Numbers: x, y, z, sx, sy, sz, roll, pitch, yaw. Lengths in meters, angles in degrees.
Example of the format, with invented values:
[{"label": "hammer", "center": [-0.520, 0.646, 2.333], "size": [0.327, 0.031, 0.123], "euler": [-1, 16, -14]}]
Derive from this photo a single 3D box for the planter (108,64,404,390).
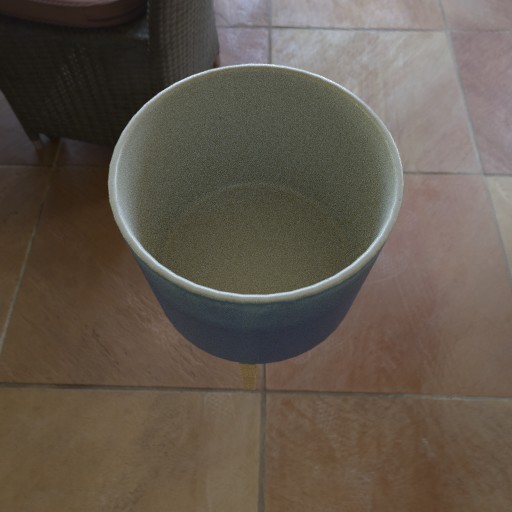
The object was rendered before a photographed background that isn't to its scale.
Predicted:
[{"label": "planter", "center": [0.000, 0.000, 0.407], "size": [0.192, 0.263, 0.192], "euler": [0, 63, 0]}]
